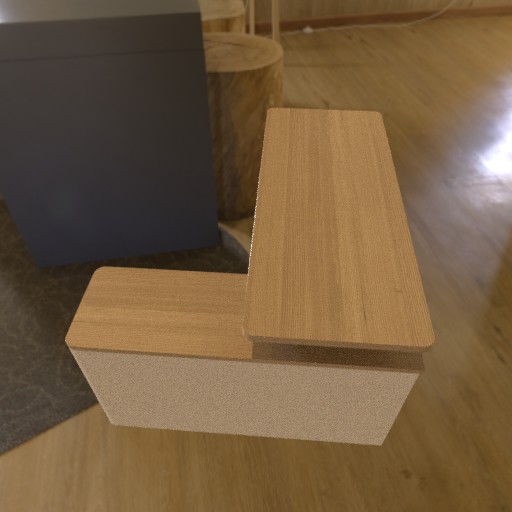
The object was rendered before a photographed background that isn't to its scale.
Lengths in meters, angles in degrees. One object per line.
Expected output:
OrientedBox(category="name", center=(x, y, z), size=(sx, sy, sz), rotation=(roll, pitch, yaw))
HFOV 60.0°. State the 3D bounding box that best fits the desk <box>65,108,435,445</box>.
OrientedBox(category="desk", center=(0.000, 0.000, 2.090), size=(1.175, 0.770, 1.400), rotation=(3, 46, 3))
